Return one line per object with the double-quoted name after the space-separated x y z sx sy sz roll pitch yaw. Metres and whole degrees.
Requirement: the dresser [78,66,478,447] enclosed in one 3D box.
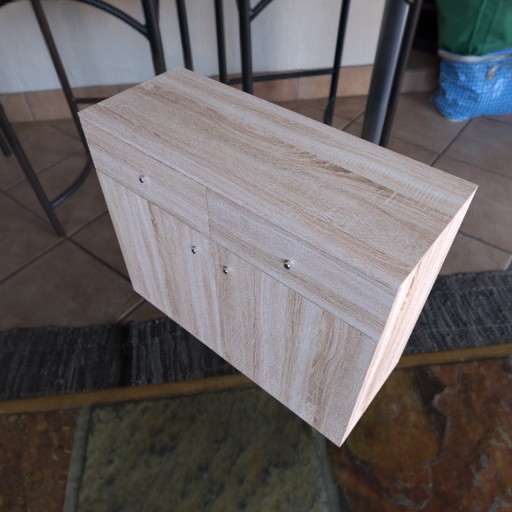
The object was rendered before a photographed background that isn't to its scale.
0.000 0.000 1.577 1.100 0.900 0.450 31 54 26 "dresser"
